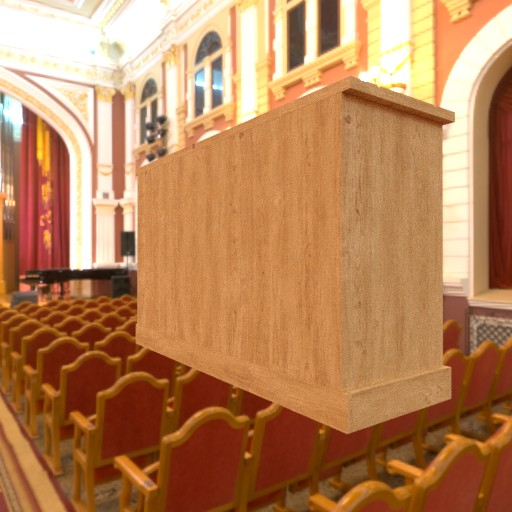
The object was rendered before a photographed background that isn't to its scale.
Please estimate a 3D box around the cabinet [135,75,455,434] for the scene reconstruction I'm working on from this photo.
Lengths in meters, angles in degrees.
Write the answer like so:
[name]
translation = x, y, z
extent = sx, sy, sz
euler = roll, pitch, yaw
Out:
[cabinet]
translation = 0.000, 0.000, 1.659
extent = 0.432, 0.810, 1.321
euler = 0, 0, -36
